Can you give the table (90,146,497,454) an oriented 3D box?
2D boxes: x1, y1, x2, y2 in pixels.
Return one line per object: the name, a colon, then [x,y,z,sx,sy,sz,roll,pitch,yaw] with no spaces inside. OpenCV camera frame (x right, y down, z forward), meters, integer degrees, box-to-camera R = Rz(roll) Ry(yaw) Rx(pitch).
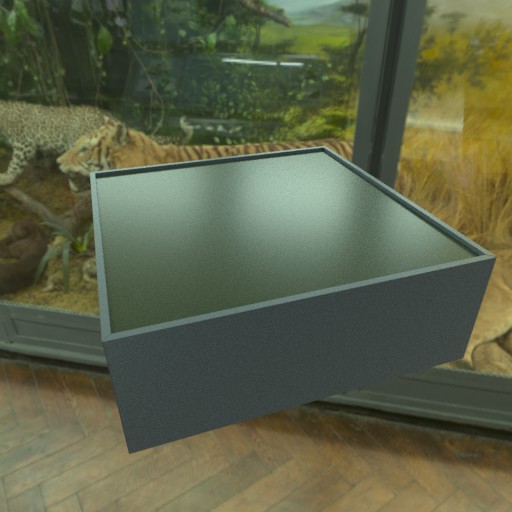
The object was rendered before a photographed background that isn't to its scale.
table: [0.000,0.000,1.225,0.801,0.299,0.801,-10,33,-16]
